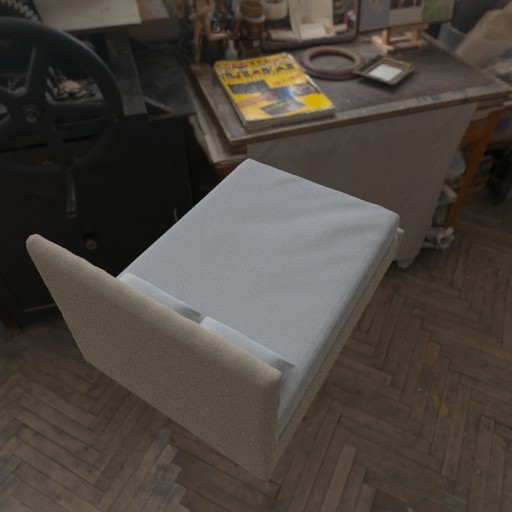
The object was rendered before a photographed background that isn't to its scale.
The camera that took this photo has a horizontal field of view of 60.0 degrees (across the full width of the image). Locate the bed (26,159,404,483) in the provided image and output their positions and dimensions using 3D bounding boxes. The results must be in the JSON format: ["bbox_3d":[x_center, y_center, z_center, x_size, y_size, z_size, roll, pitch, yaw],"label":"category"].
[{"bbox_3d":[0.000,0.000,3.421,1.698,1.427,2.387,25,52,21],"label":"bed"}]
